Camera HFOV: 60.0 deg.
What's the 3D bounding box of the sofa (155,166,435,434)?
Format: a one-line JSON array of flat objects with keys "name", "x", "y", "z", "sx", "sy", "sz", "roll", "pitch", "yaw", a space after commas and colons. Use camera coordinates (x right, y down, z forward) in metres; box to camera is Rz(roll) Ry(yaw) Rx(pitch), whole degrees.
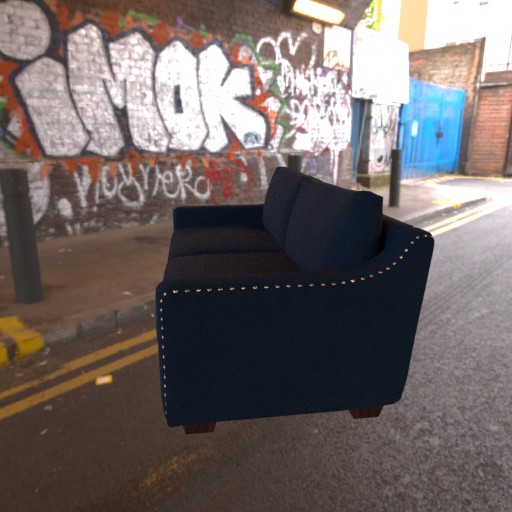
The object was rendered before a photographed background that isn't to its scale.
[{"name": "sofa", "x": 0.000, "y": 0.000, "z": 2.722, "sx": 1.104, "sy": 0.983, "sz": 2.107, "roll": -2, "pitch": 15, "yaw": -8}]
